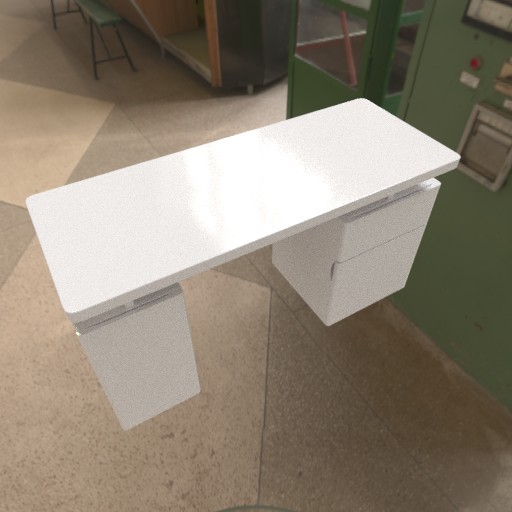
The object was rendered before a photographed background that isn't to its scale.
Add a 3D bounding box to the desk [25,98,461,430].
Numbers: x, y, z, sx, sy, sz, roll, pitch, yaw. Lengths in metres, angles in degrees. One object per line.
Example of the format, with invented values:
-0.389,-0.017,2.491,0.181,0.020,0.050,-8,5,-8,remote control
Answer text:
0.000,0.000,1.768,1.400,0.762,0.550,-23,49,-21,desk
